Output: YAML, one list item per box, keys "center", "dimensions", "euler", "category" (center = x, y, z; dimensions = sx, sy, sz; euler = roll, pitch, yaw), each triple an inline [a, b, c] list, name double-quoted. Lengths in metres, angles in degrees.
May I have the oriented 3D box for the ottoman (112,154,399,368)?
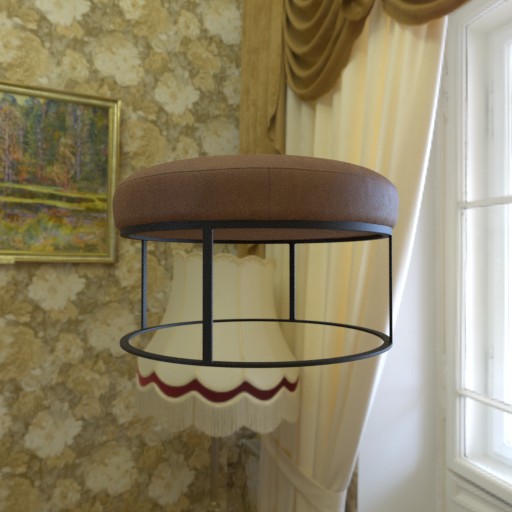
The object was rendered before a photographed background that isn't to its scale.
- center: [0.000, 0.000, 1.253]
  dimensions: [0.771, 0.460, 0.771]
  euler: [0, -1, 0]
  category: "ottoman"
